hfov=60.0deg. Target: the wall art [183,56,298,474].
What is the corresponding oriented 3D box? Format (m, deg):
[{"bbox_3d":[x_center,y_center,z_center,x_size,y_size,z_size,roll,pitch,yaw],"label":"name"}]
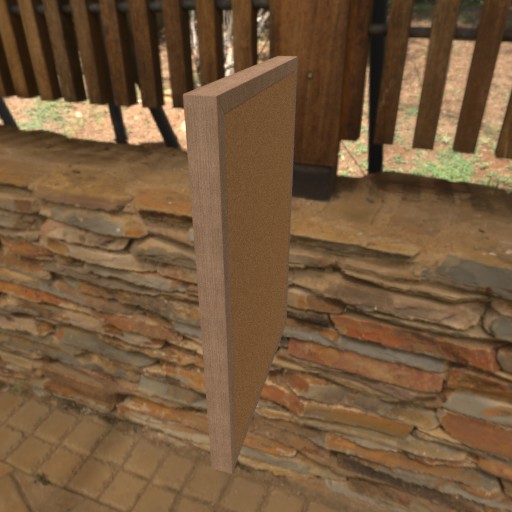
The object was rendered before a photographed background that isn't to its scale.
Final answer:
[{"bbox_3d":[0.000,0.000,0.653,0.031,0.509,0.356,8,30,14],"label":"wall art"}]
